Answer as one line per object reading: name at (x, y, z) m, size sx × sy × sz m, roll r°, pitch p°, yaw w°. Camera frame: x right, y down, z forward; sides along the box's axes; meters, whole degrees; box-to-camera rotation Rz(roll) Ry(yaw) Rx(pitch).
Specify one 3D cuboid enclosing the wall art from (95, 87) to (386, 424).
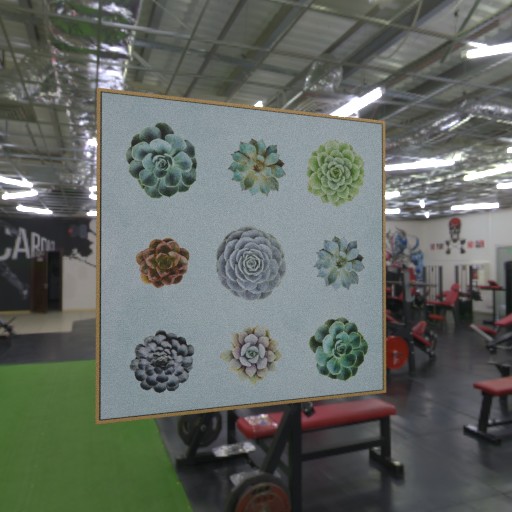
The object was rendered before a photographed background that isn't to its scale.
wall art at (0.000, 0.000, 1.418) m, size 0.962 × 0.959 × 0.013 m, roll 0°, pitch -1°, yaw -18°
